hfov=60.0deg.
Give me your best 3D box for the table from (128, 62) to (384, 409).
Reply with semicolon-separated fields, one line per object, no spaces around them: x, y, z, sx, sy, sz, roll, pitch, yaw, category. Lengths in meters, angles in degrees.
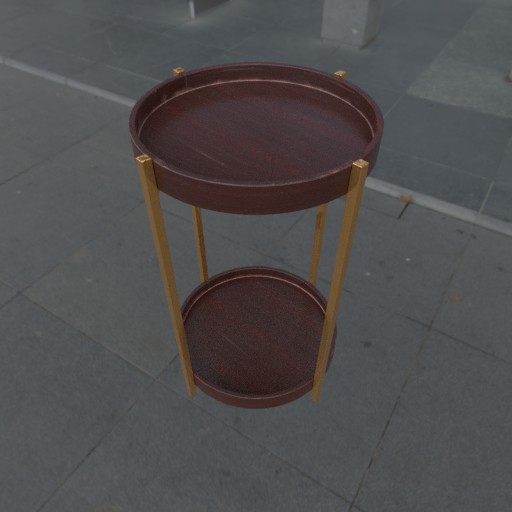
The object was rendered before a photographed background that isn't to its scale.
0.000;0.000;0.866;0.400;0.610;0.400;-33;54;-29;table
